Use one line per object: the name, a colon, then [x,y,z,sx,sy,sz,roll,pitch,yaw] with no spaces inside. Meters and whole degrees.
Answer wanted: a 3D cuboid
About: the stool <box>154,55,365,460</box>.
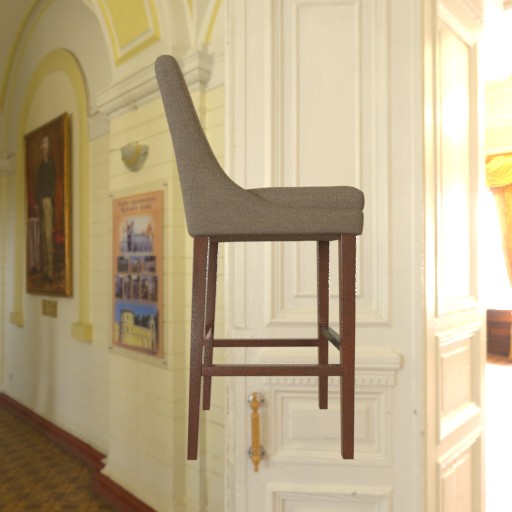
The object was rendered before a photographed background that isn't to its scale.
stool: [0.000,0.000,1.379,0.577,1.078,0.470,0,0,-1]
